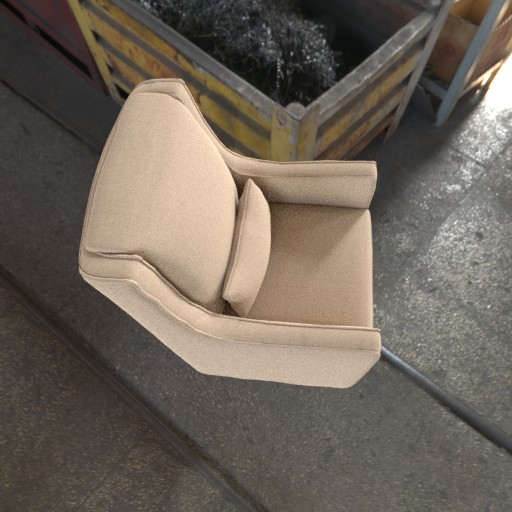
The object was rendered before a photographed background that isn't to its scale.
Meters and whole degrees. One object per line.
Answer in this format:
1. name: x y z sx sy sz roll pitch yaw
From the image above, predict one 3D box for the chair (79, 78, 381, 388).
1. chair: 0.000 0.000 1.607 0.879 0.993 0.732 5 64 3
